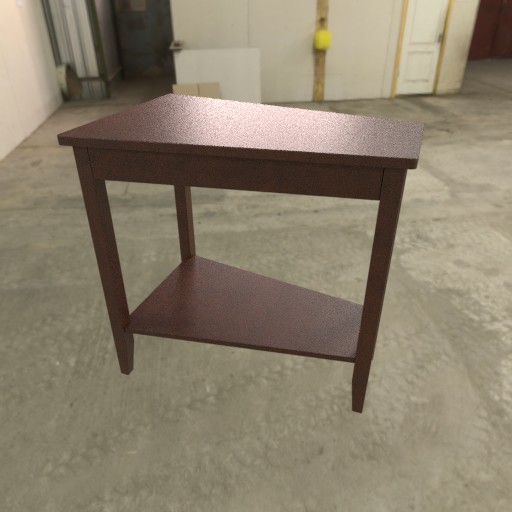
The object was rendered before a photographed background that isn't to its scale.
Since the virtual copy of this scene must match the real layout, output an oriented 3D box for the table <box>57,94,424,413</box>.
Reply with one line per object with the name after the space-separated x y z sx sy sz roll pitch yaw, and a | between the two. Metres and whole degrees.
0.000 0.000 0.997 0.605 0.589 0.399 11 32 17 | table
